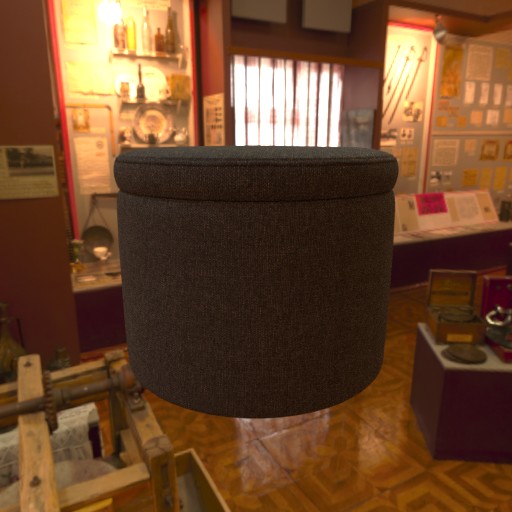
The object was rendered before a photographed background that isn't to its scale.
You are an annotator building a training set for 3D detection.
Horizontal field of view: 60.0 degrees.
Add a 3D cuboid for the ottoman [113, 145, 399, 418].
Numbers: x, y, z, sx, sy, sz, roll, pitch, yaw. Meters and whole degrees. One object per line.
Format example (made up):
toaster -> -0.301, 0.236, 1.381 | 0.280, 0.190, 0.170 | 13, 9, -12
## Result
ottoman -> 0.000, 0.000, 0.885 | 0.520, 0.430, 0.520 | 0, 15, 0
